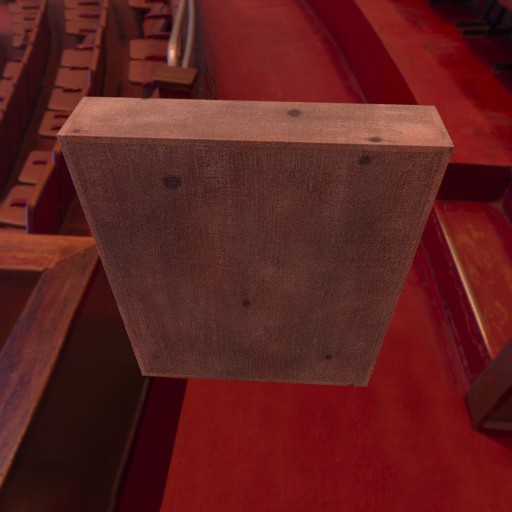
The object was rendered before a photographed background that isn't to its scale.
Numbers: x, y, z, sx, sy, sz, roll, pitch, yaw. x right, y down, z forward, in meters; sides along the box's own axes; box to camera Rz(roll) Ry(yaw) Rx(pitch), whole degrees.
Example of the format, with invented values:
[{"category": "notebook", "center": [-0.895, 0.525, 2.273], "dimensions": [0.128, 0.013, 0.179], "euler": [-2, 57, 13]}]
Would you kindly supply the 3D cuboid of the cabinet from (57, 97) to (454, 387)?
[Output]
[{"category": "cabinet", "center": [0.000, 0.000, 0.818], "dimensions": [0.489, 0.590, 0.184], "euler": [2, 46, 2]}]
